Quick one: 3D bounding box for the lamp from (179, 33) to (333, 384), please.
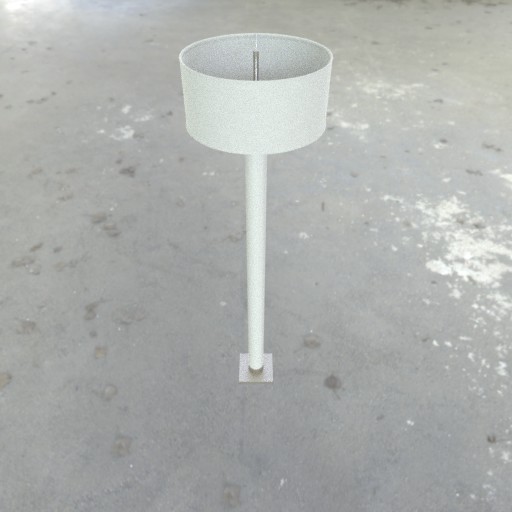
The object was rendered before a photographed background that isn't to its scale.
[{"bbox_3d":[0.000,0.000,1.686,0.420,1.475,0.420,0,41,0],"label":"lamp"}]
